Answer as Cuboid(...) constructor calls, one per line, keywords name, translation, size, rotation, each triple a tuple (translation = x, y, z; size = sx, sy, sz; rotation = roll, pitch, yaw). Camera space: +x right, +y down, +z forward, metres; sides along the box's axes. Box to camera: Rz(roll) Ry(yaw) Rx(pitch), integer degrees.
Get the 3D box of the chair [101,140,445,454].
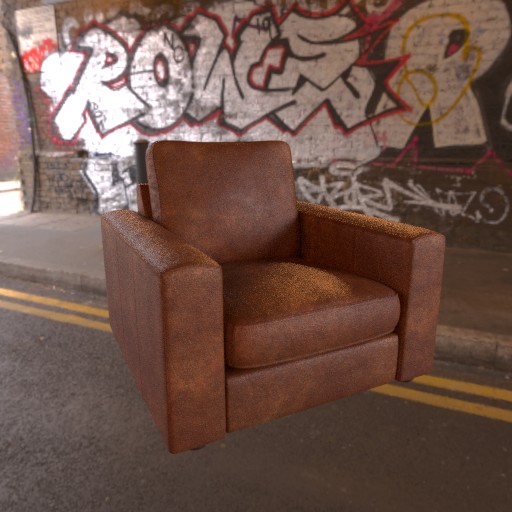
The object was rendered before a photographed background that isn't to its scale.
Cuboid(name="chair", translation=(0.000, 0.000, 1.726), size=(1.005, 0.873, 1.016), rotation=(-7, 16, -26))
